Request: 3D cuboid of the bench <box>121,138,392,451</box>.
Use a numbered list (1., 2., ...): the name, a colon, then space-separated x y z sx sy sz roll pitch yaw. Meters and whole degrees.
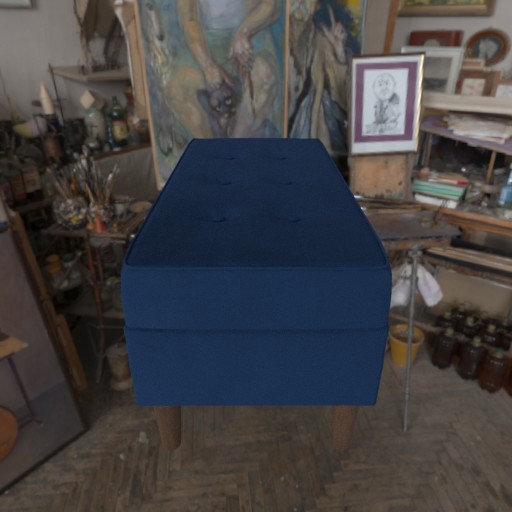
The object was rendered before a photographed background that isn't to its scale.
1. bench: 0.000 0.000 1.285 0.489 0.467 1.010 0 27 0
